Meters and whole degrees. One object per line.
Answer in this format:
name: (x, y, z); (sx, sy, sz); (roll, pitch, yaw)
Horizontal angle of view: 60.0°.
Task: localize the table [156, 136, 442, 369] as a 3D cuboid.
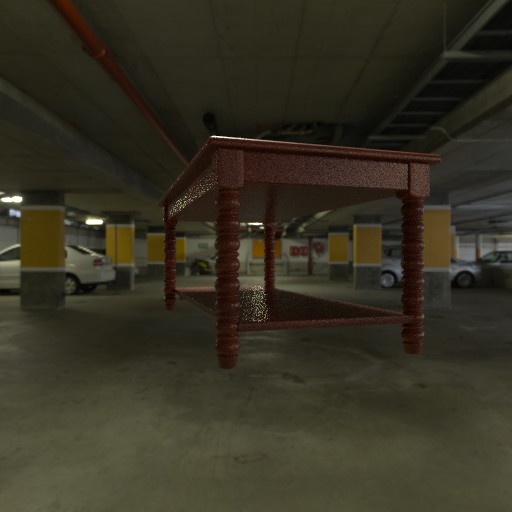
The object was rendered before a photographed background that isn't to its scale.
table: (0.000, 0.000, 1.536); (0.580, 0.485, 1.171); (0, 0, -17)
